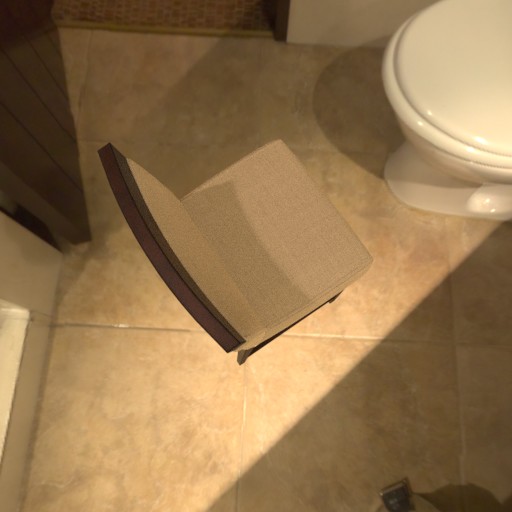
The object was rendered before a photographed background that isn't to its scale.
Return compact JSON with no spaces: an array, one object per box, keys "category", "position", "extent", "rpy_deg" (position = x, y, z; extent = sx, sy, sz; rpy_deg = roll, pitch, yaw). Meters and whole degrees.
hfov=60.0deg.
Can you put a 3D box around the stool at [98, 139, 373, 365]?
[{"category":"stool","position":[0.000,0.000,1.450],"extent":[0.531,1.117,0.511],"rpy_deg":[-33,77,-9]}]
